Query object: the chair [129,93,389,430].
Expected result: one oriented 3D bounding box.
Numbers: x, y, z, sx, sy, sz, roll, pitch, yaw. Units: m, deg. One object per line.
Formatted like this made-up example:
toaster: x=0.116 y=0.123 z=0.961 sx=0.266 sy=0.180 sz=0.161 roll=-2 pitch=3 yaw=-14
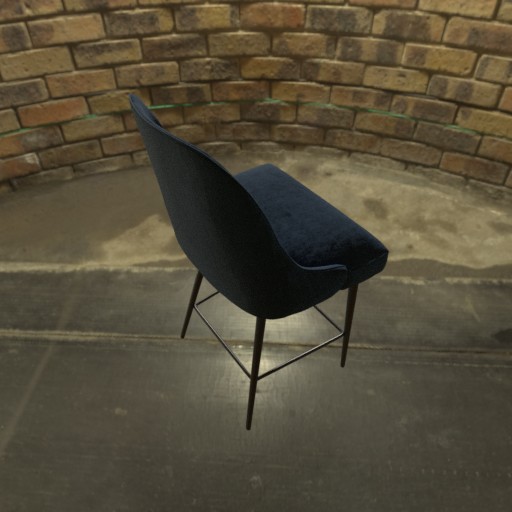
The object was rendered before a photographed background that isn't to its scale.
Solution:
chair: x=0.000 y=0.000 z=1.210 sx=0.489 sy=0.927 sz=0.526 roll=-26 pitch=49 yaw=-25
